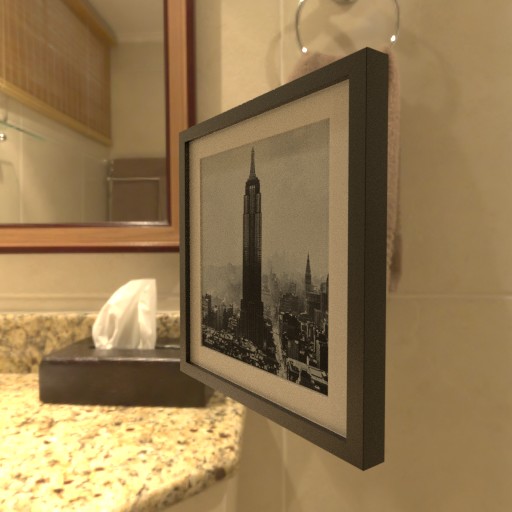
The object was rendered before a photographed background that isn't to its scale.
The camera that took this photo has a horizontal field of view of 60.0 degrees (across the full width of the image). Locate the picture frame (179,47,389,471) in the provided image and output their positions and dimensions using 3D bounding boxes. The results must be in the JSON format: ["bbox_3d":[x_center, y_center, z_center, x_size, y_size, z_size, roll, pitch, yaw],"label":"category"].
[{"bbox_3d":[0.000,0.000,0.521,0.029,0.353,0.355,-1,2,-35],"label":"picture frame"}]
